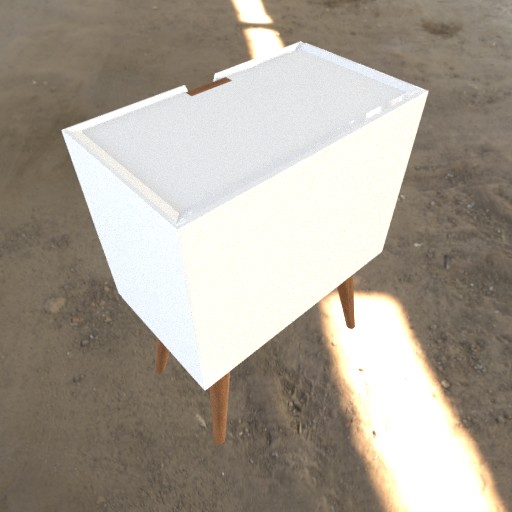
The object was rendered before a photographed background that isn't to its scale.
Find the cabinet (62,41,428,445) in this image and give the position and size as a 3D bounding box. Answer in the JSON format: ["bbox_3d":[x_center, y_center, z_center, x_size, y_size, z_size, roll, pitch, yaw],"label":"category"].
[{"bbox_3d":[0.000,0.000,1.084,0.591,0.772,0.344,-33,54,-28],"label":"cabinet"}]
